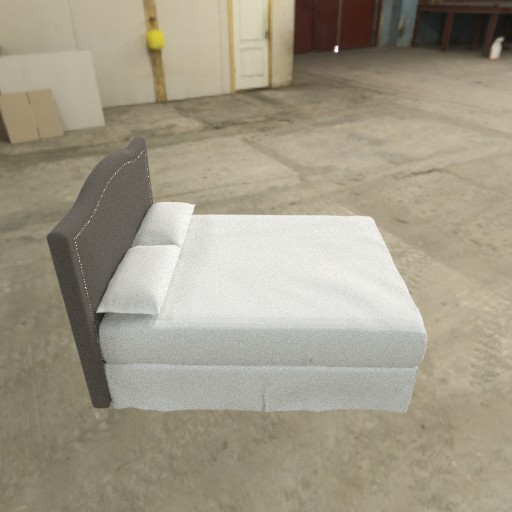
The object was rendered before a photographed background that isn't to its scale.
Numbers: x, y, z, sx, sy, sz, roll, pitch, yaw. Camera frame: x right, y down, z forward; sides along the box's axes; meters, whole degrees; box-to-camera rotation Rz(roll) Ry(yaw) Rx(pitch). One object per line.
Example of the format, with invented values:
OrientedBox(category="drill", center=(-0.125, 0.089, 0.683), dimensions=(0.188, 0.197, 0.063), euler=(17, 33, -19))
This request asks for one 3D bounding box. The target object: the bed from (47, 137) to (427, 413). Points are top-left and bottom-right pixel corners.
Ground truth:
OrientedBox(category="bed", center=(0.000, 0.000, 3.144), dimensions=(2.036, 1.387, 1.666), euler=(1, 31, 1))
